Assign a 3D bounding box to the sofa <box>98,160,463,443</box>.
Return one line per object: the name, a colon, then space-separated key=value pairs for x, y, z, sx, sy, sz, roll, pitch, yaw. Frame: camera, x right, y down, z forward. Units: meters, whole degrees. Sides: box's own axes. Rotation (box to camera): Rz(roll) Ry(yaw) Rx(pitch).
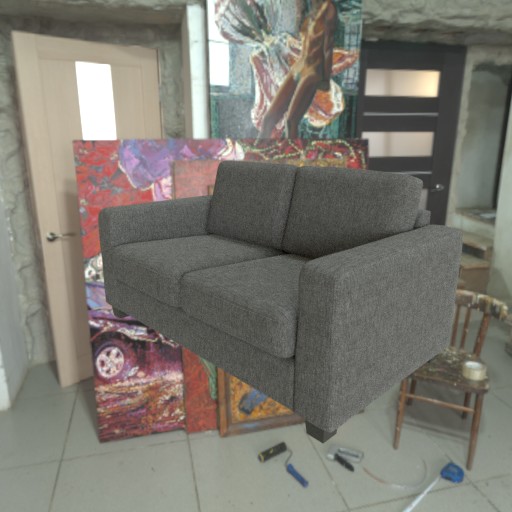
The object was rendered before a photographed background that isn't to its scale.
sofa: x=0.000 y=0.000 z=2.042 sx=0.900 sy=0.800 sz=1.520 roll=-14 pitch=21 yaw=-42
